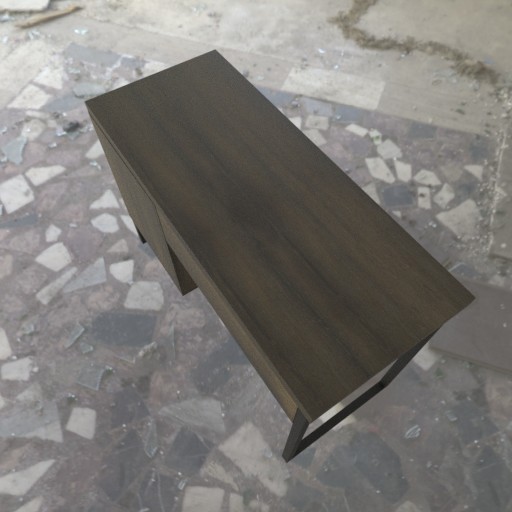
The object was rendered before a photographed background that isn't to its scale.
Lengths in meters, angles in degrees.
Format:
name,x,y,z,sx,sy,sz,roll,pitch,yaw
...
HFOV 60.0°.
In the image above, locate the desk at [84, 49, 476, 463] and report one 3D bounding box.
name,x,y,z,sx,sy,sz,roll,pitch,yaw
desk,0.000,0.000,1.511,0.511,0.752,1.134,-30,63,-17
